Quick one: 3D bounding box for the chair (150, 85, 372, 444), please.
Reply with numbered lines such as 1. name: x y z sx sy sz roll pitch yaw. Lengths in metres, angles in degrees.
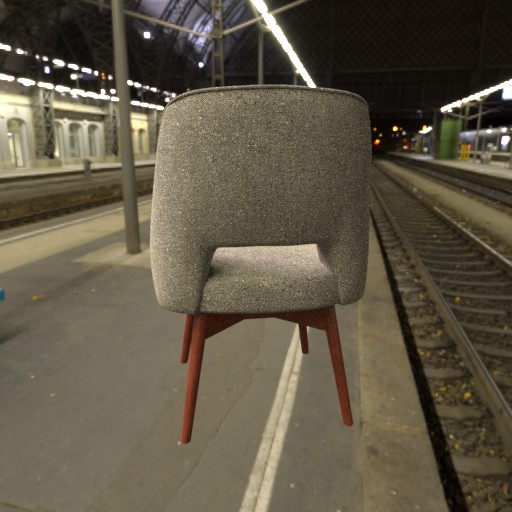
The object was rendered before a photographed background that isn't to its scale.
1. chair: 0.000 0.000 1.307 0.608 0.875 0.629 -2 14 -9
